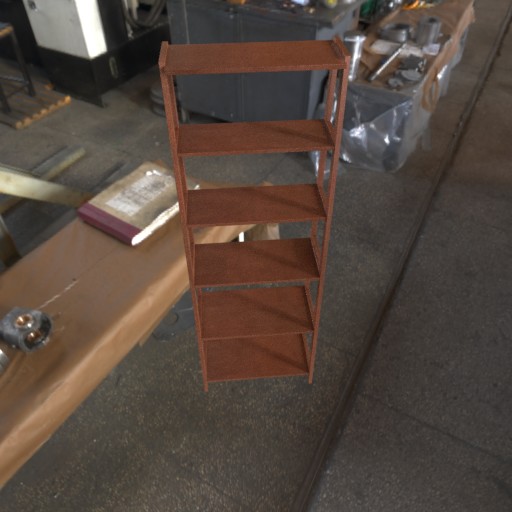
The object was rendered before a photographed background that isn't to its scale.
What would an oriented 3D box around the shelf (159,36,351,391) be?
[{"bbox_3d":[0.000,0.000,2.173,0.660,1.892,0.382,-3,45,-3],"label":"shelf"}]
